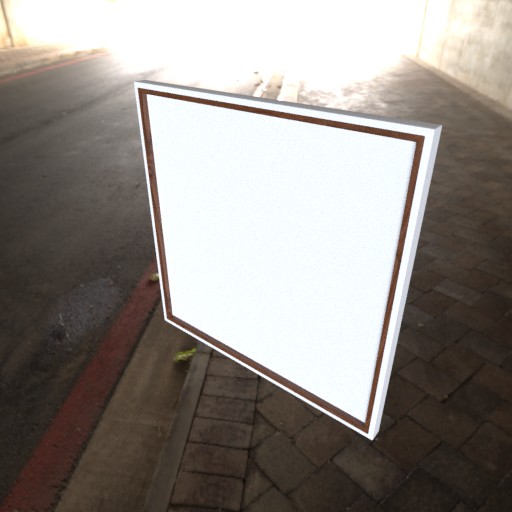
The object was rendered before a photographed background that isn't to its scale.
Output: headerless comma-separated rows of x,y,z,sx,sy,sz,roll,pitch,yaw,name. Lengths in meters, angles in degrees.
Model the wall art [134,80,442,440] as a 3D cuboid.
0.000,0.000,1.482,1.009,1.009,0.049,22,37,33,wall art
